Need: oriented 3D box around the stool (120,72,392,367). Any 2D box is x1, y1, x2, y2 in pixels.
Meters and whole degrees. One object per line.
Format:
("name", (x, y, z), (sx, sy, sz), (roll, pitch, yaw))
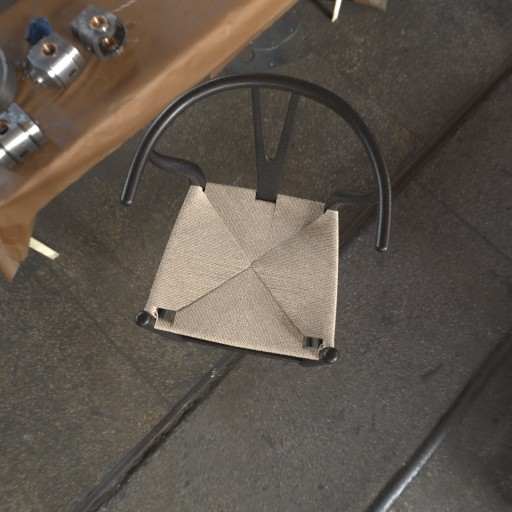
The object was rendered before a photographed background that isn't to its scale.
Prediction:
("stool", (0.000, 0.000, 1.346), (0.569, 0.970, 0.579), (11, 76, 3))
